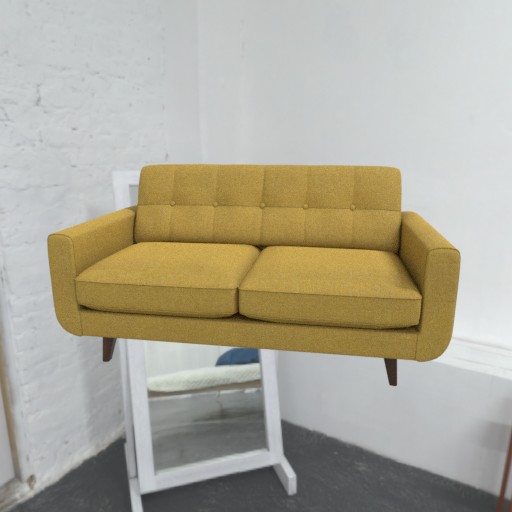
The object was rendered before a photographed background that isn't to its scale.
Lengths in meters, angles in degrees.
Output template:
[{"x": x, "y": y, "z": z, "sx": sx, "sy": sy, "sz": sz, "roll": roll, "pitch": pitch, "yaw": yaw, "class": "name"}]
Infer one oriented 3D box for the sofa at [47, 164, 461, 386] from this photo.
[{"x": 0.000, "y": 0.000, "z": 2.146, "sx": 1.631, "sy": 0.841, "sz": 0.909, "roll": 2, "pitch": 15, "yaw": 9, "class": "sofa"}]
